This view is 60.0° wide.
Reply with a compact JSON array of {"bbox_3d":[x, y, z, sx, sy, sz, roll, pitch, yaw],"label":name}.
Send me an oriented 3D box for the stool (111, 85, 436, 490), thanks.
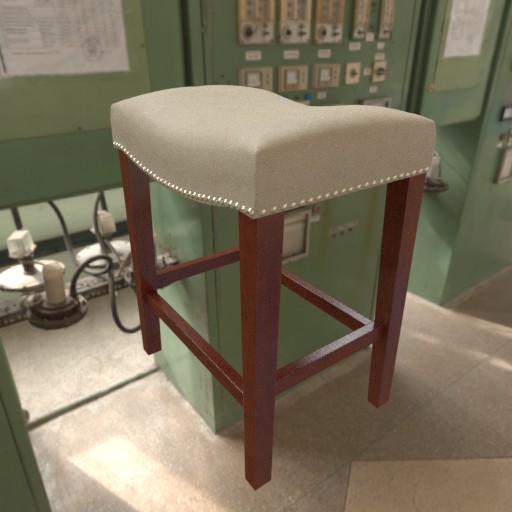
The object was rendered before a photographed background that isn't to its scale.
[{"bbox_3d":[0.000,0.000,0.925,0.375,0.632,0.509,-18,32,-32],"label":"stool"}]
